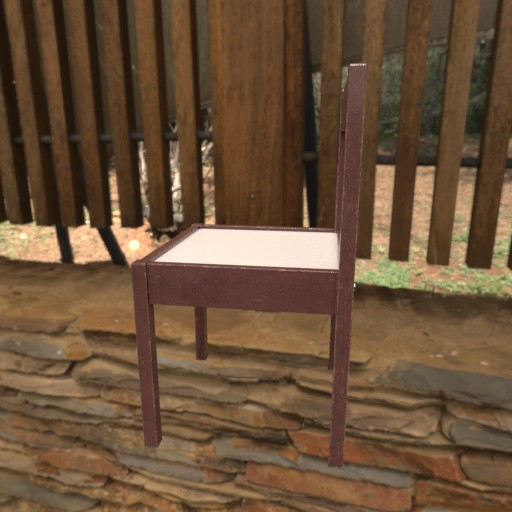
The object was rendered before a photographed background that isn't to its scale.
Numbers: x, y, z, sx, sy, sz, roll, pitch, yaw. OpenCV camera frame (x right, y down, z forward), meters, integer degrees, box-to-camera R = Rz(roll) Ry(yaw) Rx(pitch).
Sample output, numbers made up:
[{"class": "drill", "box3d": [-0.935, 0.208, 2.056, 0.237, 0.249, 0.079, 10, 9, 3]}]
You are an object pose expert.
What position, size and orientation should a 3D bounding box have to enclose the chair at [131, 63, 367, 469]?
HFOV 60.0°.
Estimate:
[{"class": "chair", "box3d": [0.000, 0.000, 0.686, 0.285, 0.505, 0.285, 2, 15, 9]}]
